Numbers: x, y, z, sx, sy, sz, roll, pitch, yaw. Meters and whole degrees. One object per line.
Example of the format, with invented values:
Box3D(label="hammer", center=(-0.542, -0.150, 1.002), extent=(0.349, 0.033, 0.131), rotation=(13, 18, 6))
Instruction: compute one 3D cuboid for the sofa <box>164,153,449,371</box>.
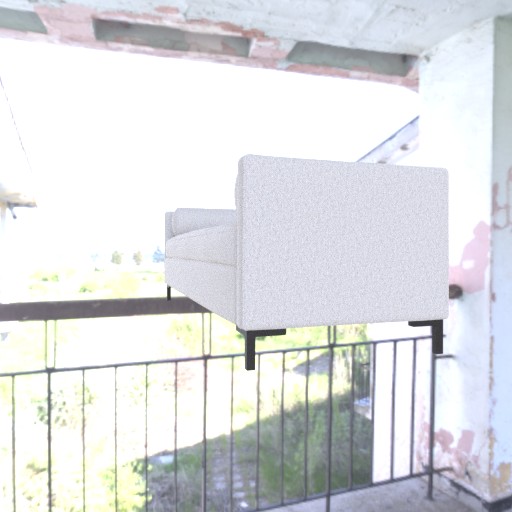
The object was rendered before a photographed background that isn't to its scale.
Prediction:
Box3D(label="sofa", center=(0.000, 0.000, 2.305), extent=(0.746, 0.641, 1.985), rotation=(0, 1, -18))
